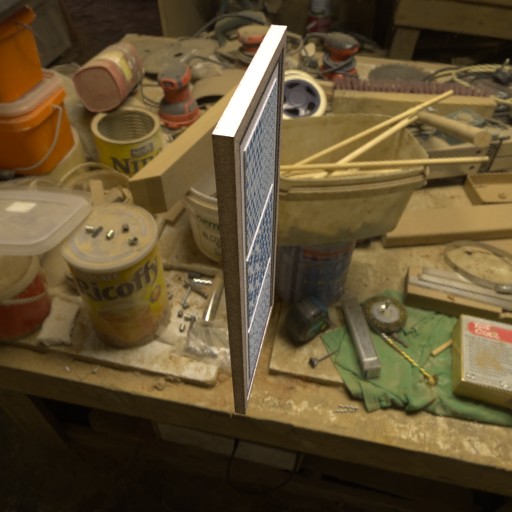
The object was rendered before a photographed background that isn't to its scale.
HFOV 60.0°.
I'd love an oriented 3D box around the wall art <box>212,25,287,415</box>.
[{"bbox_3d":[0.000,0.000,1.720,0.051,1.461,0.648,10,48,9],"label":"wall art"}]
